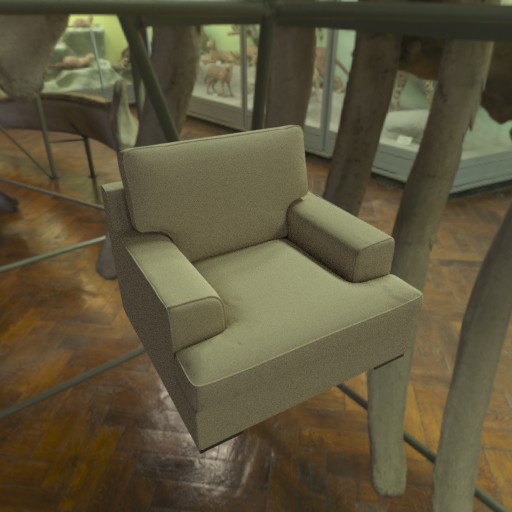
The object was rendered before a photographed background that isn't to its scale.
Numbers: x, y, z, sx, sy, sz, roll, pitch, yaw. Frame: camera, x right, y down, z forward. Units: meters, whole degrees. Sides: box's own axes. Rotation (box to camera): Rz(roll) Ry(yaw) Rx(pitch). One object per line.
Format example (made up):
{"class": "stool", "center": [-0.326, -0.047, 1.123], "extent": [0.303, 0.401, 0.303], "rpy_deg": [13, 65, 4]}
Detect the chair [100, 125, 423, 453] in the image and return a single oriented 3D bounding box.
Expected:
{"class": "chair", "center": [0.000, 0.000, 2.165], "extent": [1.293, 1.005, 1.274], "rpy_deg": [-21, 36, -32]}
